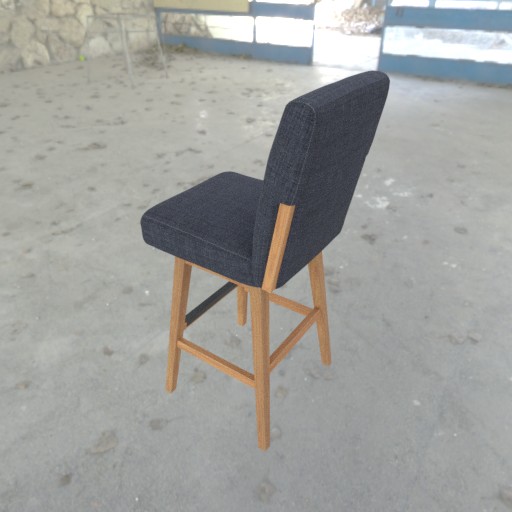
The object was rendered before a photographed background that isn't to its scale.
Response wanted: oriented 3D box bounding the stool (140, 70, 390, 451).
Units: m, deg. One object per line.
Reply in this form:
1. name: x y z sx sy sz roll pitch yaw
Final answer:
1. stool: 0.000 0.000 1.409 0.570 1.112 0.483 20 37 29
